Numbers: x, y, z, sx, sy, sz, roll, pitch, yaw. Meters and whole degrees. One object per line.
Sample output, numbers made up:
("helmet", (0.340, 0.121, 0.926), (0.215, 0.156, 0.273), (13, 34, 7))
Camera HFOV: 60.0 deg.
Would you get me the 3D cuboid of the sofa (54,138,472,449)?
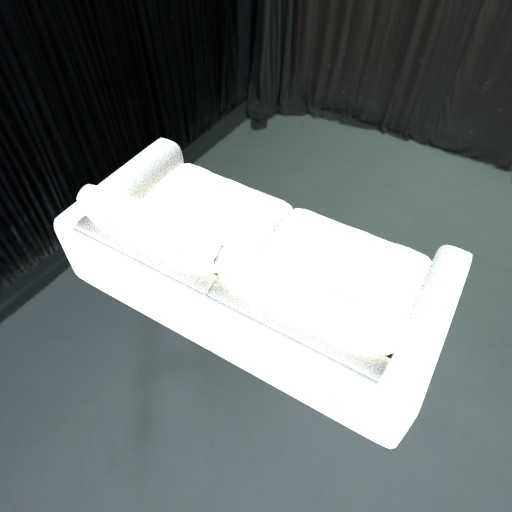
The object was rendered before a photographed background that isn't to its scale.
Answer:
("sofa", (0.000, 0.000, 2.675), (2.262, 0.801, 1.070), (24, 53, 20))
